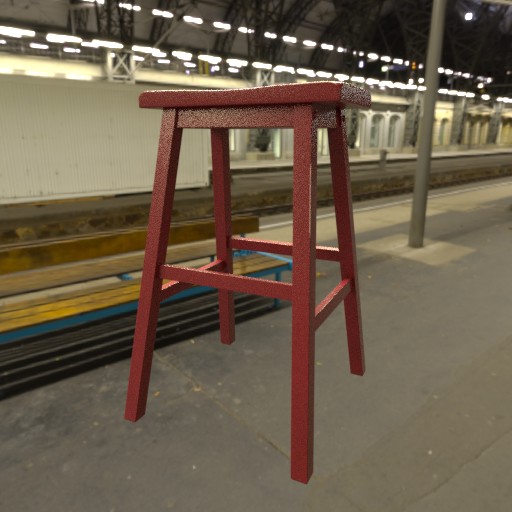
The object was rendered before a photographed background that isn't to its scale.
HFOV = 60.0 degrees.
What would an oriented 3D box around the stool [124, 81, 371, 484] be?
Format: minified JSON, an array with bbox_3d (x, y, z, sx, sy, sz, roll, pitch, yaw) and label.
[{"bbox_3d":[0.000,0.000,1.054,0.457,0.737,0.476,7,17,26],"label":"stool"}]
